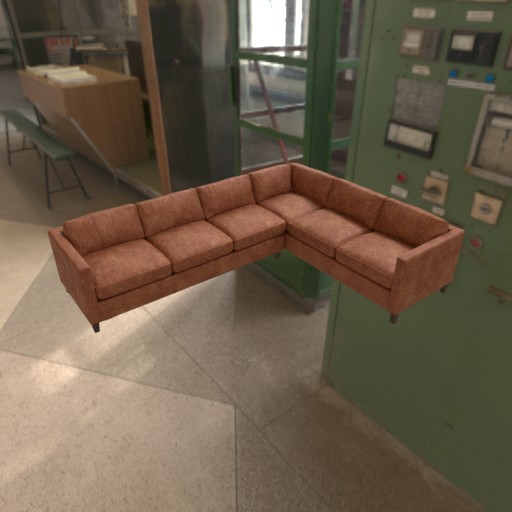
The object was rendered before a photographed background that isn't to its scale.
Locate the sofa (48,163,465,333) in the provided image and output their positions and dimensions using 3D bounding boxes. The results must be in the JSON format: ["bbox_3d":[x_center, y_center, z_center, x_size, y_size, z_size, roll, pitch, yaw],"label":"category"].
[{"bbox_3d":[0.000,0.000,4.331,3.167,0.838,2.438,-21,36,-32],"label":"sofa"}]
